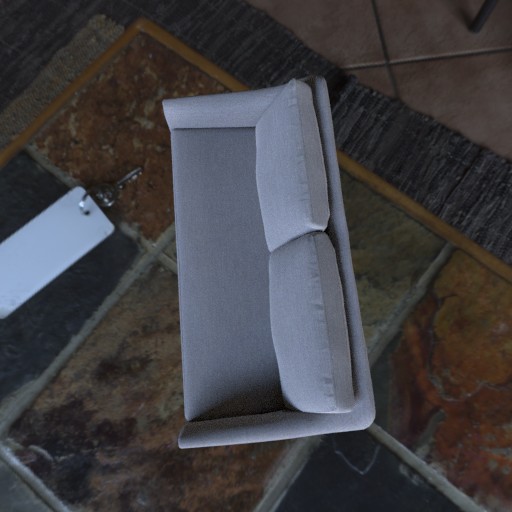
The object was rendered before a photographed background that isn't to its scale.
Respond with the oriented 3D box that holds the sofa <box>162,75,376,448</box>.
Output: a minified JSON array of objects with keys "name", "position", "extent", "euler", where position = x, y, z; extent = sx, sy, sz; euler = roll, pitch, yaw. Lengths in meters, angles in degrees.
[{"name":"sofa","position":[0.000,0.000,2.648],"extent":[0.980,0.913,2.036],"euler":[-5,76,-1]}]
